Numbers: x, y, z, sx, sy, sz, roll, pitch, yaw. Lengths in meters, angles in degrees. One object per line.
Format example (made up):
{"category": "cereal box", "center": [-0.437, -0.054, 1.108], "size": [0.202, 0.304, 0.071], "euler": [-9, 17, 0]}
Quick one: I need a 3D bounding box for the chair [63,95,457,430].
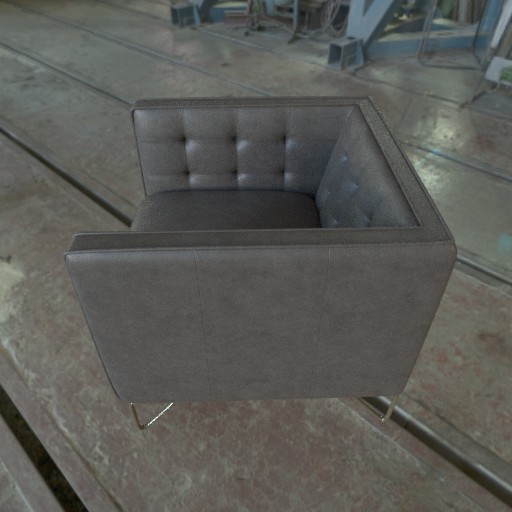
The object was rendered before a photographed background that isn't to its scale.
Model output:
{"category": "chair", "center": [0.000, 0.000, 1.525], "size": [0.894, 0.790, 0.880], "euler": [-1, 41, -1]}
